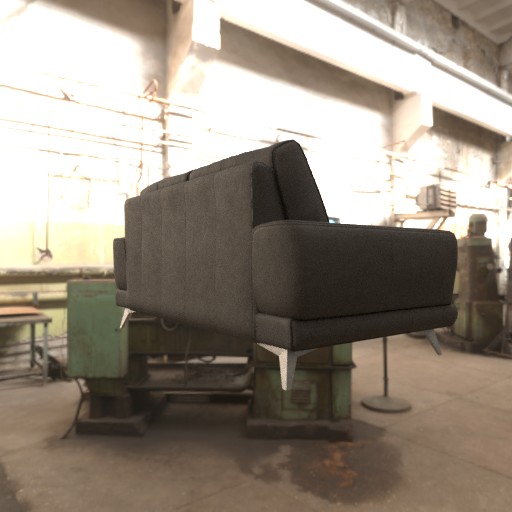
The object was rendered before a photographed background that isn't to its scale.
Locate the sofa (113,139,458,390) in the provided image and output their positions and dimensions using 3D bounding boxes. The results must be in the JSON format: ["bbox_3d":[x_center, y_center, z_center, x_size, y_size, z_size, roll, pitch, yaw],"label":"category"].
[{"bbox_3d":[0.000,0.000,2.419,1.018,0.907,1.806,0,0,-36],"label":"sofa"}]
